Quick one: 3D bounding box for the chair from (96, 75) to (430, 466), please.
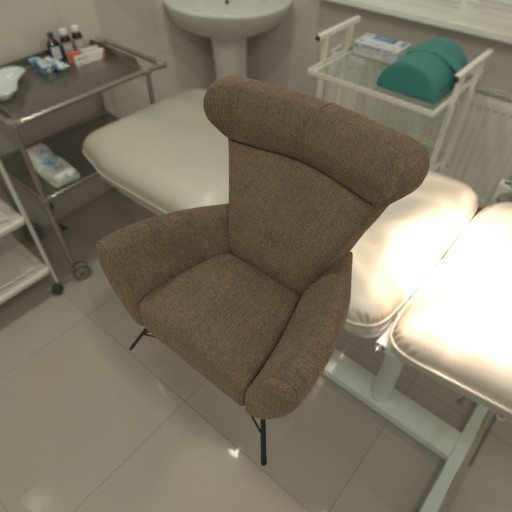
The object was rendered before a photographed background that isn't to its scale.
[{"bbox_3d":[0.000,0.000,1.736,0.980,1.040,0.900,31,53,27],"label":"chair"}]
